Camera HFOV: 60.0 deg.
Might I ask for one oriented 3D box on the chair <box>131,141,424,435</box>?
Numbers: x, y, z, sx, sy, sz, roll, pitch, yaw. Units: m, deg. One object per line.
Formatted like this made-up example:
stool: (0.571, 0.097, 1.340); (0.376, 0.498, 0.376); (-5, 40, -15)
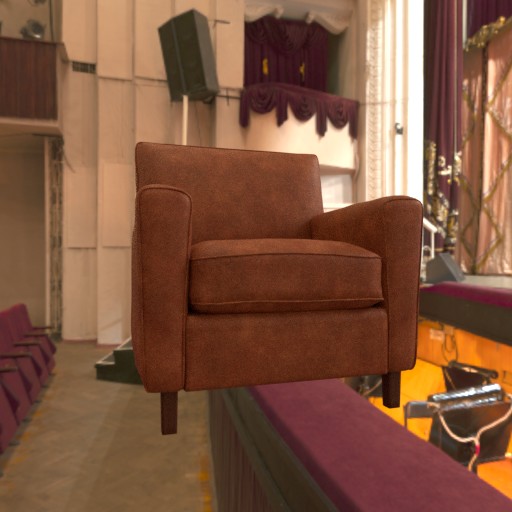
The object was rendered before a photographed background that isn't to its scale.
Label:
chair: (0.000, 0.000, 1.609); (0.870, 0.943, 0.823); (0, 0, -17)
